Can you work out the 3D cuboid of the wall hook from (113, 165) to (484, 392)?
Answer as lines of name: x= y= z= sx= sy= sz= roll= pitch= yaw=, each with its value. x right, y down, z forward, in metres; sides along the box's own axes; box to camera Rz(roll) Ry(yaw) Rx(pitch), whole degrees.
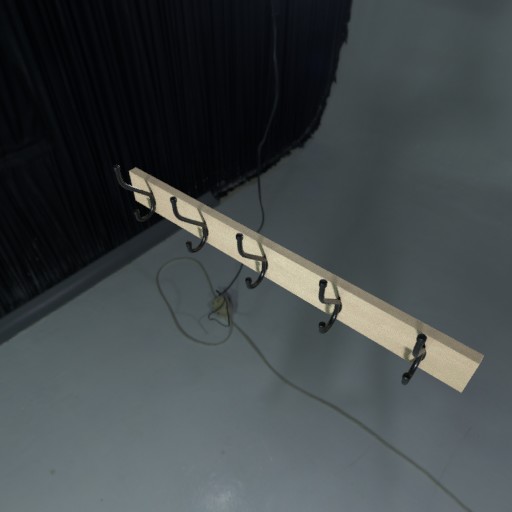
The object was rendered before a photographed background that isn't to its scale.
wall hook: x=0.000 y=0.000 z=0.584 sx=0.571 sy=0.117 sz=0.071 roll=30 pitch=51 yaw=27
